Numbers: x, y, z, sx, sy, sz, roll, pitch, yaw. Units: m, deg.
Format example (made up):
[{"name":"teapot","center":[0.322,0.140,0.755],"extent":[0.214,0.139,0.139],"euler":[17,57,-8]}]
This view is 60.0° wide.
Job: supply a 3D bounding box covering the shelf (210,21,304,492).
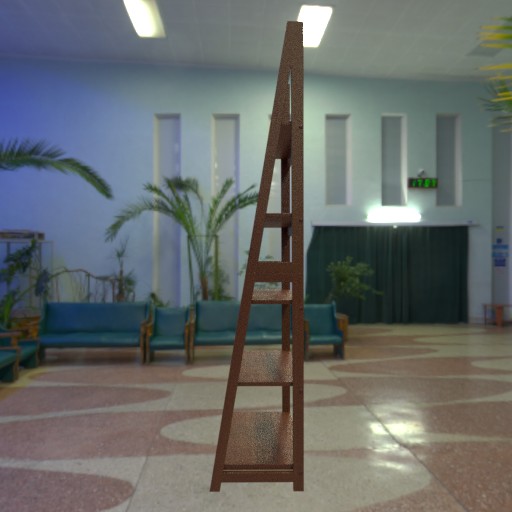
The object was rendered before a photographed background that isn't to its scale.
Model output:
[{"name":"shelf","center":[0.000,0.000,1.988],"extent":[0.356,1.780,0.630],"euler":[0,0,-1]}]
